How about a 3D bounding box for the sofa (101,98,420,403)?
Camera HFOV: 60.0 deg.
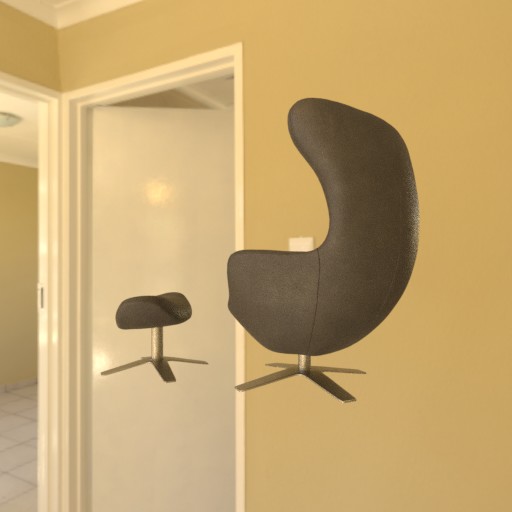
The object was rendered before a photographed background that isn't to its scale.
[{"bbox_3d":[0.000,0.000,2.084,1.444,1.135,0.894,0,0,19],"label":"sofa"}]
